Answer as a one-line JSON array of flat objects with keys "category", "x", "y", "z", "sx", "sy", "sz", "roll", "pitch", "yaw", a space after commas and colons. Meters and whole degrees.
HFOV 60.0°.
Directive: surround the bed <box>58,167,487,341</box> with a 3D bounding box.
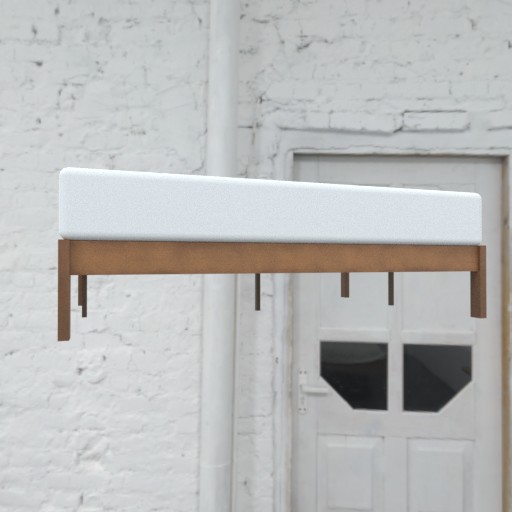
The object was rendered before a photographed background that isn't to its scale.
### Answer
[{"category": "bed", "x": 0.000, "y": 0.000, "z": 2.501, "sx": 1.927, "sy": 0.616, "sz": 1.348, "roll": 0, "pitch": -1, "yaw": -19}]
